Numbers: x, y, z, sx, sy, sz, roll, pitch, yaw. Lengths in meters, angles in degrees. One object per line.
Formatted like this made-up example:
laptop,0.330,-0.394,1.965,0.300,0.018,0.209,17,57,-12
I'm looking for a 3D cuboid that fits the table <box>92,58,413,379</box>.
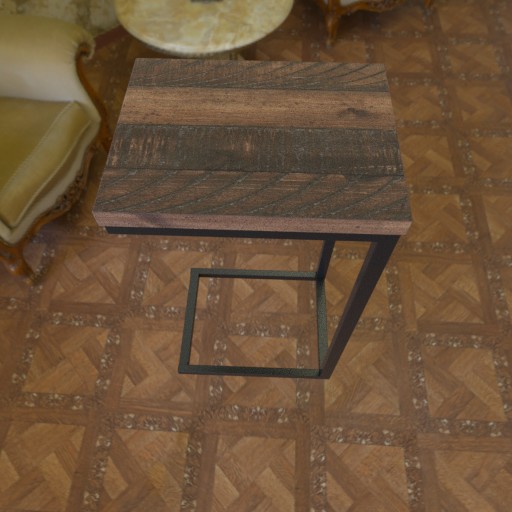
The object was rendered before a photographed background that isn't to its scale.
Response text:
table,0.000,0.000,0.957,0.414,0.718,0.323,2,59,1
